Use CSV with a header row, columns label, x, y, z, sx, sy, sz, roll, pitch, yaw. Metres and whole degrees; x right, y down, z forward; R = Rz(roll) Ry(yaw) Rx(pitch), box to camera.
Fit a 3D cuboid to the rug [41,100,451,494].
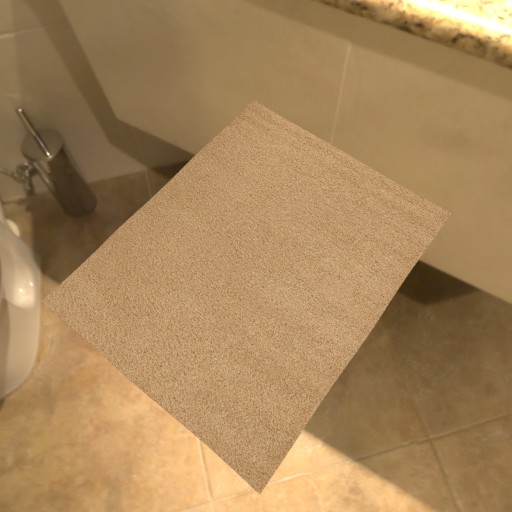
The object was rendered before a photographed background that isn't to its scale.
label,x,y,z,sx,sy,sz,roll,pitch,yaw
rug,0.000,0.000,4.051,2.400,0.026,3.000,35,69,16
